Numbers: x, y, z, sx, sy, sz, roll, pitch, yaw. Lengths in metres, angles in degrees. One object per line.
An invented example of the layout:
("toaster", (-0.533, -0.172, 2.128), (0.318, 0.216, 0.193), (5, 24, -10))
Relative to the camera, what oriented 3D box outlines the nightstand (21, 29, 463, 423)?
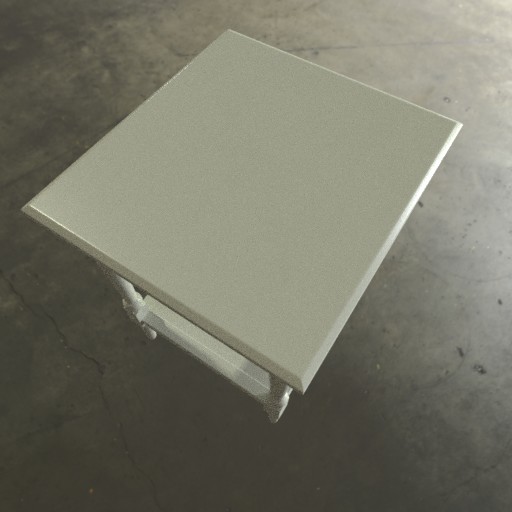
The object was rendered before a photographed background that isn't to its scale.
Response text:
("nightstand", (0.000, 0.000, 0.898), (0.459, 0.555, 0.505), (30, 64, 16))
